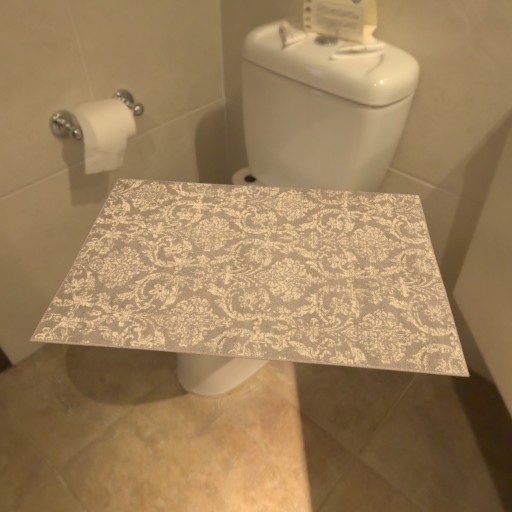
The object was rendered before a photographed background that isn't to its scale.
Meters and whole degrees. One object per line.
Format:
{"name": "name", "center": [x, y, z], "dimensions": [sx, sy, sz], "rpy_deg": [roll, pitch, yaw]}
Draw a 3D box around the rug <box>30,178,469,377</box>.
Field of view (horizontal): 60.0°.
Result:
{"name": "rug", "center": [0.000, 0.000, 3.398], "dimensions": [2.746, 0.018, 1.819], "rpy_deg": [4, 45, 4]}
